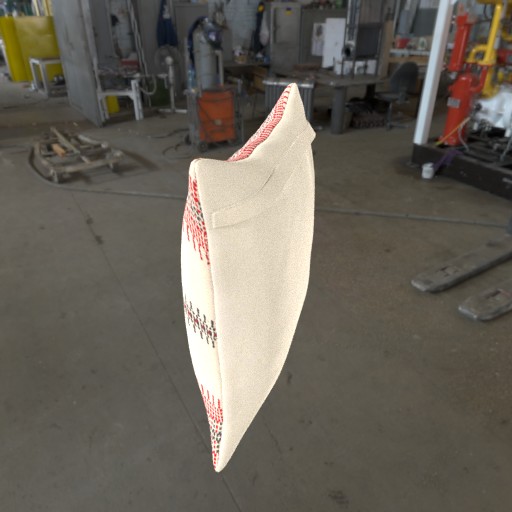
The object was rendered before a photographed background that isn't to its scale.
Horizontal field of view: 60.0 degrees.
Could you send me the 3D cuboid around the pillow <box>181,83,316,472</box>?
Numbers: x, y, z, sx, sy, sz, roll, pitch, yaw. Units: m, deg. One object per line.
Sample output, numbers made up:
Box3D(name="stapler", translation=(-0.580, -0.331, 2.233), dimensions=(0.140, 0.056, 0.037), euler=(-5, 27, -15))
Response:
Box3D(name="pillow", translation=(0.000, 0.000, 0.704), dimensions=(0.160, 0.454, 0.463), euler=(8, 31, 13))
